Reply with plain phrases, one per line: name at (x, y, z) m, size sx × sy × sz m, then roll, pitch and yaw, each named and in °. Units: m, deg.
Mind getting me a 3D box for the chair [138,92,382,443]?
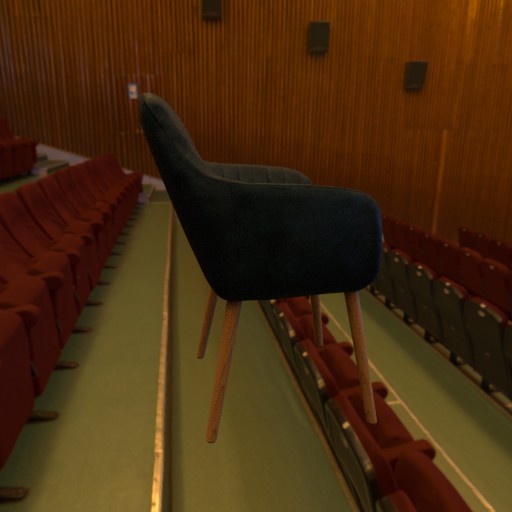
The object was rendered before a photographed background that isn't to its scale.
chair at (0.000, 0.000, 1.231) m, size 0.573 × 0.826 × 0.578 m, roll -3°, pitch 16°, yaw -10°
